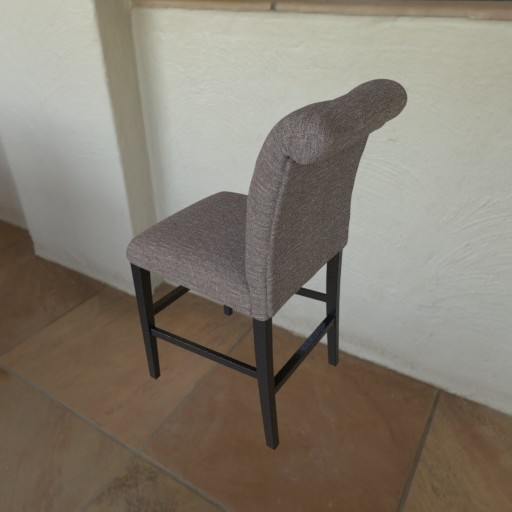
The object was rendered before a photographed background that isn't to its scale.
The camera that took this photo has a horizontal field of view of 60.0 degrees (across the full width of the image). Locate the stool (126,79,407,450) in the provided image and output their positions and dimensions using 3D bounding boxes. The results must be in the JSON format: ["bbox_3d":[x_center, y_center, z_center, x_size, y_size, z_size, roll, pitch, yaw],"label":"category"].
[{"bbox_3d":[0.000,0.000,1.293,0.611,0.970,0.457,20,37,29],"label":"stool"}]
